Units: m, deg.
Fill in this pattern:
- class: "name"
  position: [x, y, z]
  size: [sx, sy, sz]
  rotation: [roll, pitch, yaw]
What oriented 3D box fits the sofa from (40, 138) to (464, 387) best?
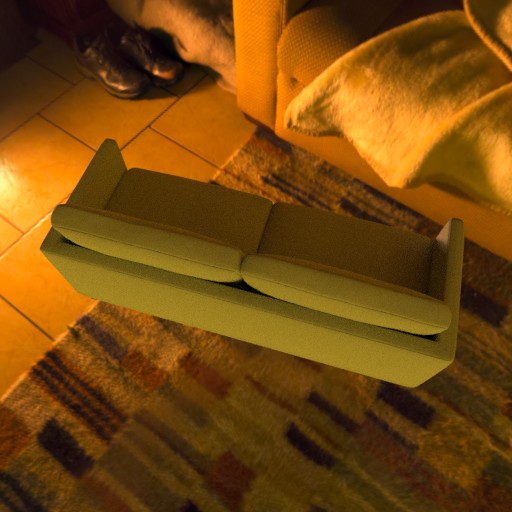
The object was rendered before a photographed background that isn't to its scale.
- class: "sofa"
  position: [0.000, 0.000, 2.900]
  size: [2.434, 0.965, 0.948]
  rotation: [14, 63, 8]
